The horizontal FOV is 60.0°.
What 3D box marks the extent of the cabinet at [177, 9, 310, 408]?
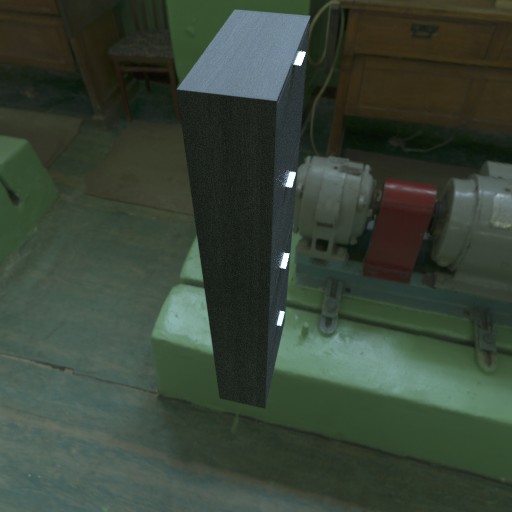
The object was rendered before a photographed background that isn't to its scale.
[{"bbox_3d":[0.000,0.000,1.774,0.255,1.630,0.520,10,48,9],"label":"cabinet"}]
